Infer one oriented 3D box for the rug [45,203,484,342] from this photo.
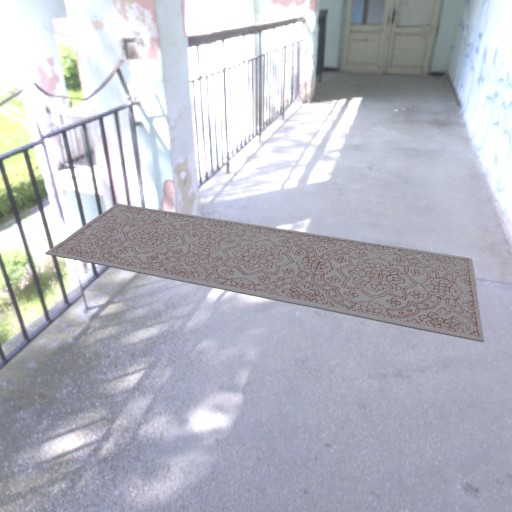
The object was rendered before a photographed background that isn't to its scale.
[{"bbox_3d":[0.000,0.000,2.653,2.448,0.012,0.769,10,33,16],"label":"rug"}]
